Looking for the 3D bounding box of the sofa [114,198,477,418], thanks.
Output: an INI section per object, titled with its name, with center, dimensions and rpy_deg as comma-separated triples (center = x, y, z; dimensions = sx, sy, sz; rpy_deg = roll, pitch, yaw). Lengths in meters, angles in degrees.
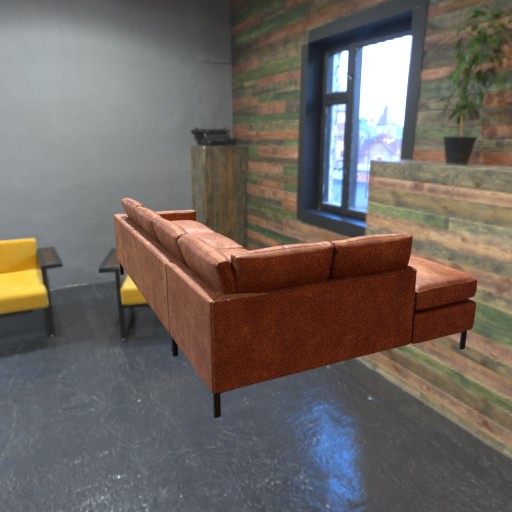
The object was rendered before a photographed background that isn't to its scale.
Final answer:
[sofa]
center = 0.000, 0.000, 3.891
dimensions = 1.938, 0.877, 2.984
rpy_deg = -7, 16, -25
